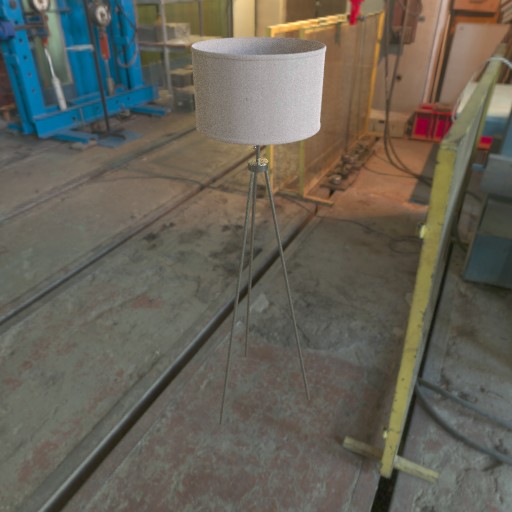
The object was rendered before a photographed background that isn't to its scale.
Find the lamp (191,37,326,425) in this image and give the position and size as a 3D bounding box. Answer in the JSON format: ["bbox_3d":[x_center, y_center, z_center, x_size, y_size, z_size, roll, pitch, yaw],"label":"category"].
[{"bbox_3d":[0.000,0.000,1.776,0.449,1.545,0.460,-10,34,-16],"label":"lamp"}]
